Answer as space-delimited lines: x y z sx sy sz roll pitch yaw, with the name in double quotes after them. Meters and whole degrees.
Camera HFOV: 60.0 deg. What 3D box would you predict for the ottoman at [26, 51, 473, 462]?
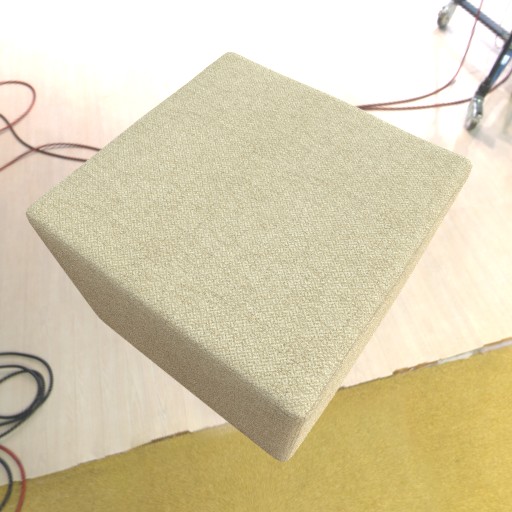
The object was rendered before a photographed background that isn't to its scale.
0.000 0.000 0.839 0.508 0.432 0.508 32 63 18 "ottoman"
